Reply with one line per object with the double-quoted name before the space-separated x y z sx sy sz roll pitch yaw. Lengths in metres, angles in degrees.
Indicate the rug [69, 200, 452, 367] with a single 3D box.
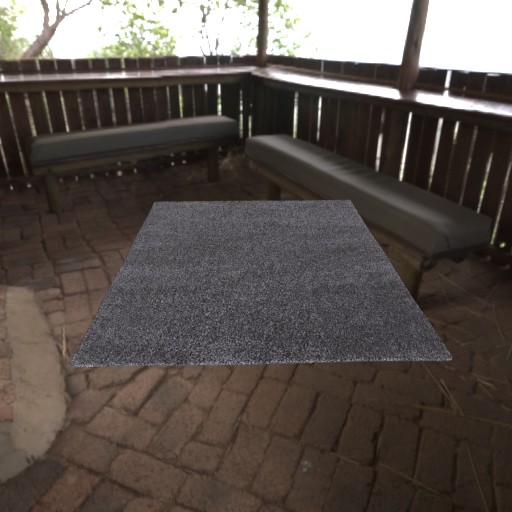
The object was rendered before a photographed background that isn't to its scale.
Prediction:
"rug" 0.000 0.000 4.107 2.401 0.025 3.000 -1 26 -1
